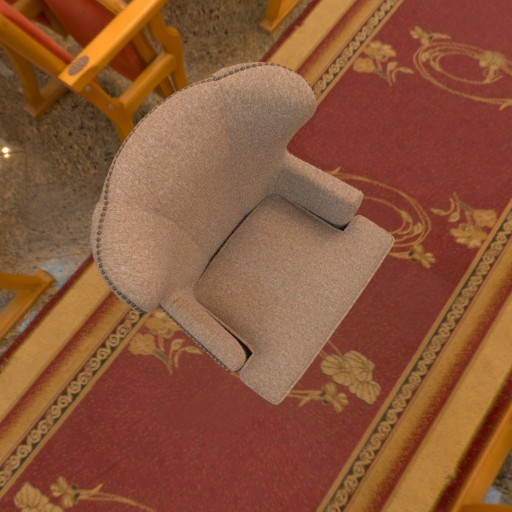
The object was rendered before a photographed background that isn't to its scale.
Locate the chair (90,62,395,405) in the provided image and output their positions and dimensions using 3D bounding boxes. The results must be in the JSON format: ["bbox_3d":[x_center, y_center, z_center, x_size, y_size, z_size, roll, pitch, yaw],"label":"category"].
[{"bbox_3d":[0.000,0.000,1.576,0.758,1.060,0.759,36,79,8],"label":"chair"}]
